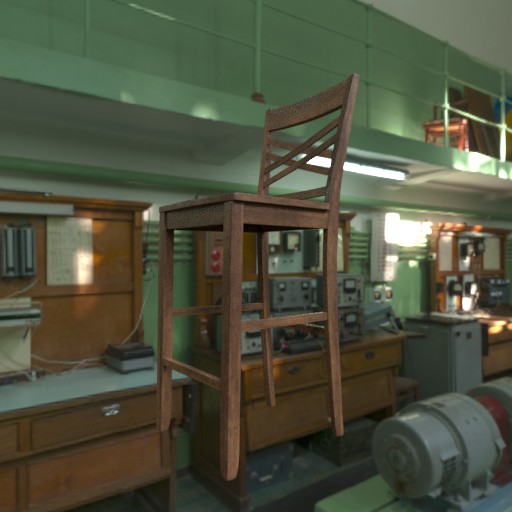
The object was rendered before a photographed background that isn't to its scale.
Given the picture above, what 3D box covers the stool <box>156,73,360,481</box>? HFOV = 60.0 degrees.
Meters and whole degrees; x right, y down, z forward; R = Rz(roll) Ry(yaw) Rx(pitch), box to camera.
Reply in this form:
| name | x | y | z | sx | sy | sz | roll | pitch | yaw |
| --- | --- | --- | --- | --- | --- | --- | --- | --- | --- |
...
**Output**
| name | x | y | z | sx | sy | sz | roll | pitch | yaw |
| --- | --- | --- | --- | --- | --- | --- | --- | --- | --- |
| stool | 0.000 | 0.000 | 1.381 | 0.487 | 1.105 | 0.433 | 0 | 0 | -37 |
